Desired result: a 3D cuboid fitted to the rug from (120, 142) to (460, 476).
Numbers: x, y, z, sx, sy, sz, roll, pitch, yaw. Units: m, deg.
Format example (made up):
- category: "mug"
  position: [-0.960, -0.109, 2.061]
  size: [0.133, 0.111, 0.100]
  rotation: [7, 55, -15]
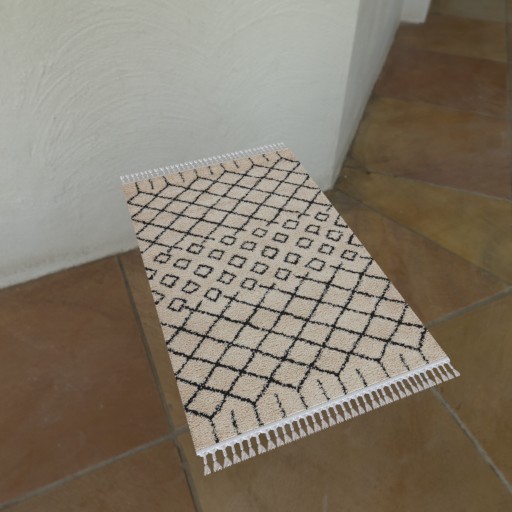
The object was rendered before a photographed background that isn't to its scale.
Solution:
- category: "rug"
  position: [0.000, 0.000, 2.471]
  size: [1.196, 0.008, 2.006]
  rotation: [-15, 49, -14]
